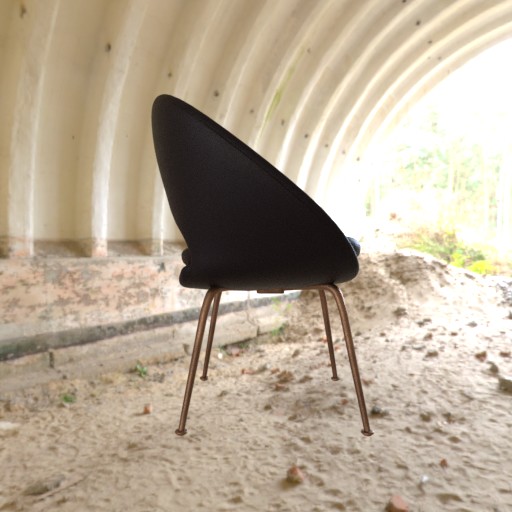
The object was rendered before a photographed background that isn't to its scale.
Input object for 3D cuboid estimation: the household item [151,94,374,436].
[{"bbox_3d":[0.000,0.000,1.273,0.573,0.852,0.623,0,1,0],"label":"household item"}]
